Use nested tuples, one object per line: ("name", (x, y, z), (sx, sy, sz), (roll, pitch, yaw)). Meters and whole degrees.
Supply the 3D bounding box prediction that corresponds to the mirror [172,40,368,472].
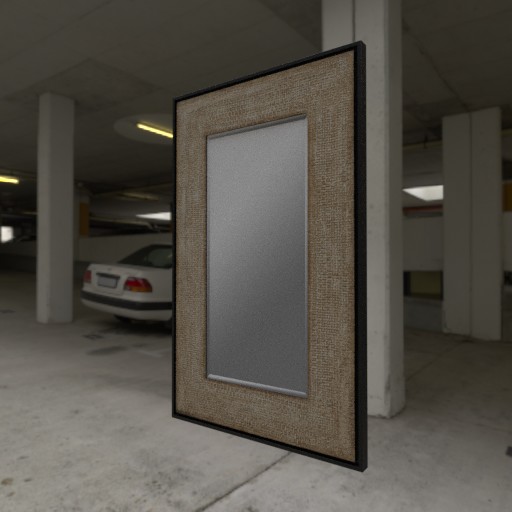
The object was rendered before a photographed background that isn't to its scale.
("mirror", (0.000, 0.000, 1.487), (0.762, 1.219, 0.038), (-1, -1, 36))
